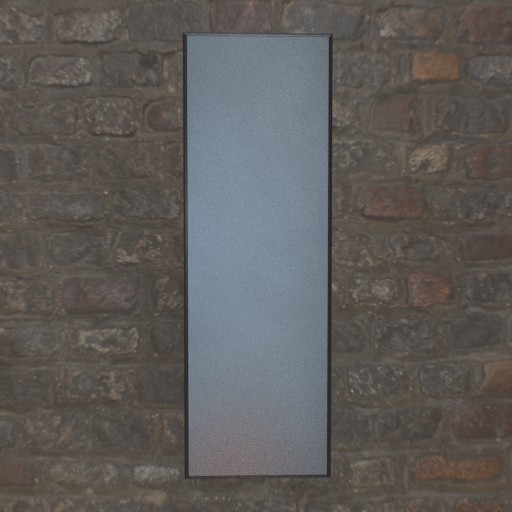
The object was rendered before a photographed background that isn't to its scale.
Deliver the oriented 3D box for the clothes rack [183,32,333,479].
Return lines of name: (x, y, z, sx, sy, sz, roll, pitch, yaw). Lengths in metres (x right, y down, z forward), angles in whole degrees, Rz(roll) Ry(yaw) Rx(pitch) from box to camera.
clothes rack: (0.000, 0.000, 1.479, 0.406, 0.556, 1.219, 0, 92, -1)
